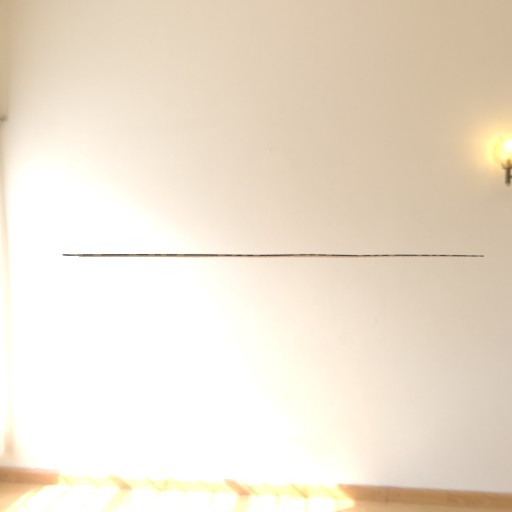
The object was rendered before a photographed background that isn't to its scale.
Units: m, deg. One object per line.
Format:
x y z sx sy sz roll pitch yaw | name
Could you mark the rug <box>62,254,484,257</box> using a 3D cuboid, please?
0.000 0.000 2.780 2.135 0.013 1.524 0 0 -19 | rug
